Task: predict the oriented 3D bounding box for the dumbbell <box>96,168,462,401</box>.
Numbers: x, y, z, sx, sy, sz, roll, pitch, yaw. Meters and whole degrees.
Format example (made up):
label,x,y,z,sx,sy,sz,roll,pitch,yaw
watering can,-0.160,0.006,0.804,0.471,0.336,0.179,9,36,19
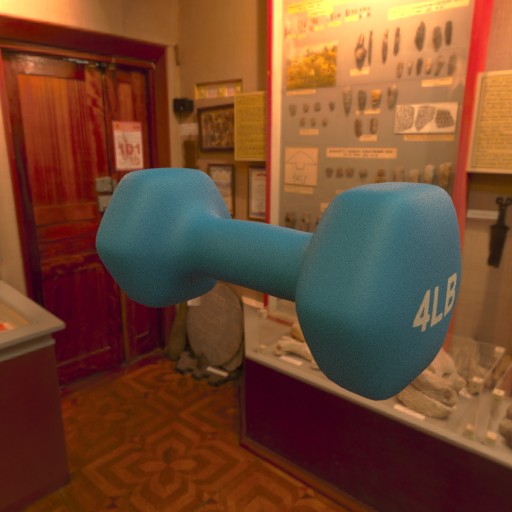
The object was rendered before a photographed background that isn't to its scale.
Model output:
label,x,y,z,sx,sy,sz,roll,pitch,yaw
dumbbell,0.000,0.000,0.183,0.152,0.066,0.074,13,20,41
